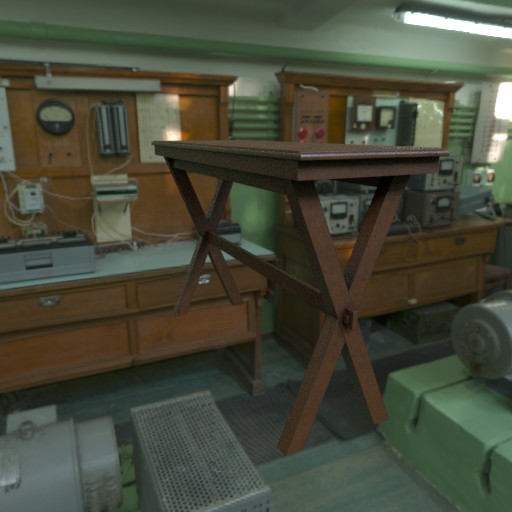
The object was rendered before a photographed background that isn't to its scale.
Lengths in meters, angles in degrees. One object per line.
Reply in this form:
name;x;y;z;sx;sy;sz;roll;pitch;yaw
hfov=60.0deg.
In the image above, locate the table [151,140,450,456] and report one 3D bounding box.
table;0.000;0.000;1.548;0.399;0.763;1.197;-8;17;-25
